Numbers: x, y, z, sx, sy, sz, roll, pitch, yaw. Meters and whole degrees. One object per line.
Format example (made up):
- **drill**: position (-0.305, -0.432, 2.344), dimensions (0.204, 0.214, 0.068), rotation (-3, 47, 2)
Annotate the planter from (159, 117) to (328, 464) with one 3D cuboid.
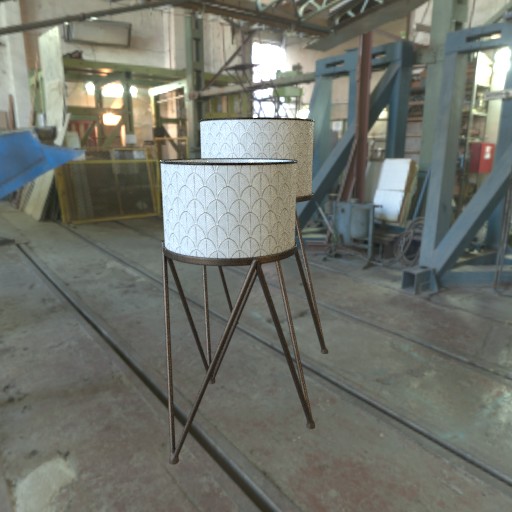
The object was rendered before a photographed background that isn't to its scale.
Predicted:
- **planter**: position (0.000, 0.000, 1.187), dimensions (0.413, 0.712, 0.769), rotation (2, 14, 8)
